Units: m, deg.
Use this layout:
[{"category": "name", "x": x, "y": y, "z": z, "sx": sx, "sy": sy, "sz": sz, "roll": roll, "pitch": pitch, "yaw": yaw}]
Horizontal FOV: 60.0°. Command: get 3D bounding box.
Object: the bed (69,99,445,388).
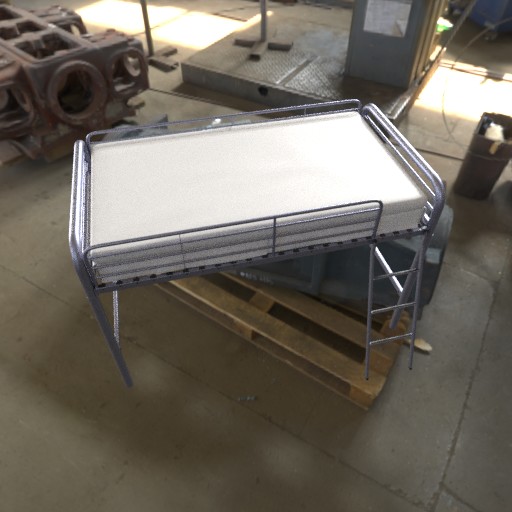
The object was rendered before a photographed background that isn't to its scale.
[{"category": "bed", "x": 0.000, "y": 0.000, "z": 2.894, "sx": 1.965, "sy": 1.288, "sz": 1.415, "roll": -10, "pitch": 47, "yaw": -10}]
